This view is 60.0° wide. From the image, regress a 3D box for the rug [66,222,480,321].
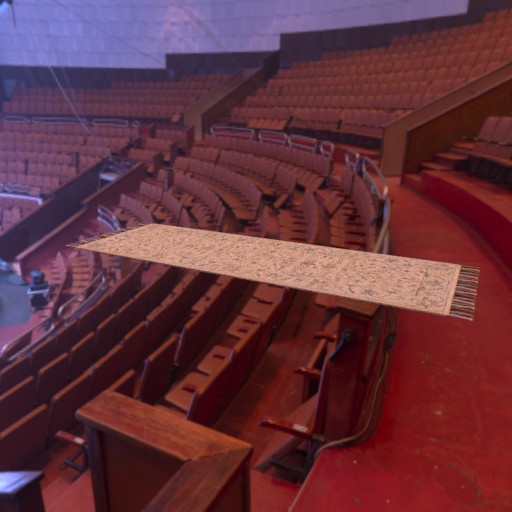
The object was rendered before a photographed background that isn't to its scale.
[{"bbox_3d":[0.000,0.000,2.704,2.440,0.013,0.769,9,19,26],"label":"rug"}]
